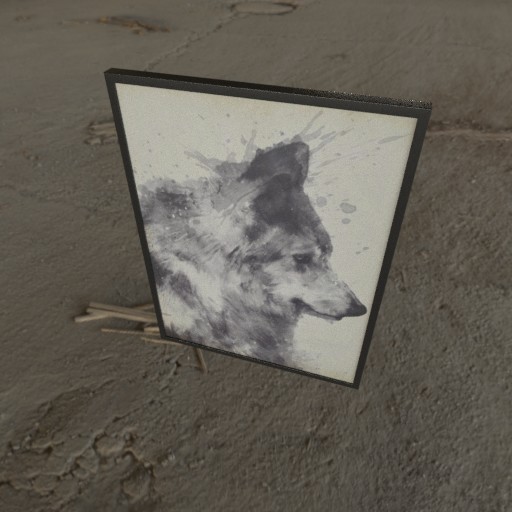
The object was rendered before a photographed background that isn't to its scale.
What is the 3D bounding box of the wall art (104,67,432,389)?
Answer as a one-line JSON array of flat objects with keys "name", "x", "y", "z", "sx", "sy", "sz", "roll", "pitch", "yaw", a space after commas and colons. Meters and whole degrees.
[{"name": "wall art", "x": 0.000, "y": 0.000, "z": 1.399, "sx": 0.804, "sy": 1.061, "sz": 0.039, "roll": 11, "pitch": 42, "yaw": 13}]
